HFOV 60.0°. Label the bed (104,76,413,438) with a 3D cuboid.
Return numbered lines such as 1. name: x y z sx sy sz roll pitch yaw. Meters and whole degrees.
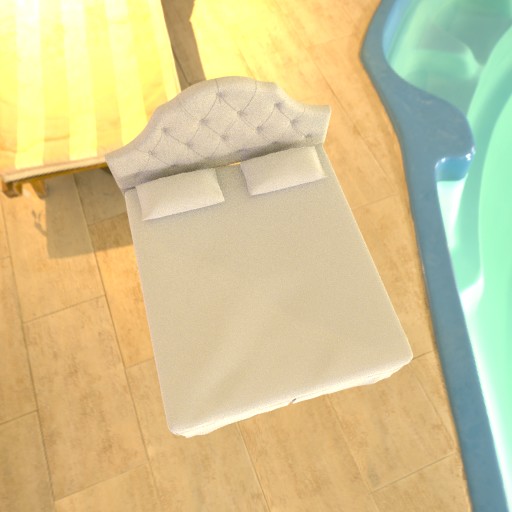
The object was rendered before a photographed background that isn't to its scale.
1. bed: 0.000 0.000 3.519 2.008 1.615 2.214 -14 66 -7
